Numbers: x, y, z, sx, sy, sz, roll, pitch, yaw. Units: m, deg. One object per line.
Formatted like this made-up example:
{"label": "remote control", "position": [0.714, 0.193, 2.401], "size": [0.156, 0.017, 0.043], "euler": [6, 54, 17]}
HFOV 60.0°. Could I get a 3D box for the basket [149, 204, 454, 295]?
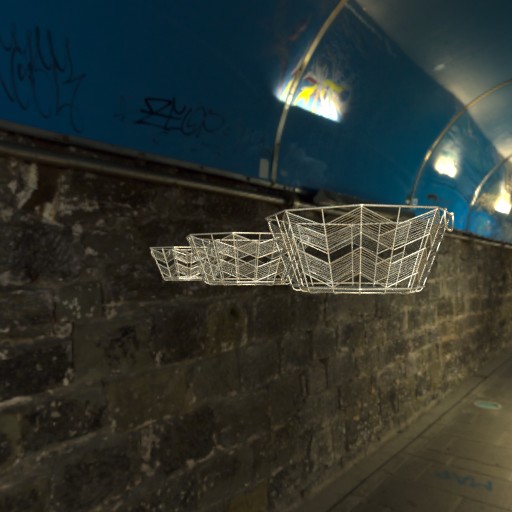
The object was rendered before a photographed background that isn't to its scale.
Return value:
{"label": "basket", "position": [0.000, 0.000, 1.378], "size": [0.432, 0.178, 1.246], "euler": [1, -1, -35]}
